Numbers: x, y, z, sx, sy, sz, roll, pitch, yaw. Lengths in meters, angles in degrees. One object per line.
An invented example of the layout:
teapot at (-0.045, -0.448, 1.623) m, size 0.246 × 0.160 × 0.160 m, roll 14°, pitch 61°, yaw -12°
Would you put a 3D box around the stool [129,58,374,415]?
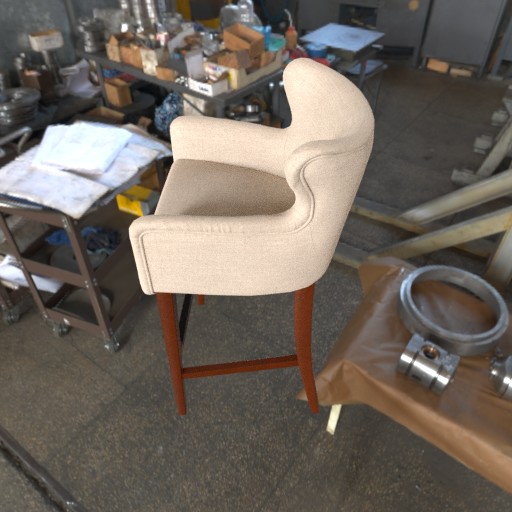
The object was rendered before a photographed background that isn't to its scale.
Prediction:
stool at (0.000, 0.000, 1.387) m, size 0.563 × 1.034 × 0.556 m, roll 1°, pitch 42°, yaw 2°
